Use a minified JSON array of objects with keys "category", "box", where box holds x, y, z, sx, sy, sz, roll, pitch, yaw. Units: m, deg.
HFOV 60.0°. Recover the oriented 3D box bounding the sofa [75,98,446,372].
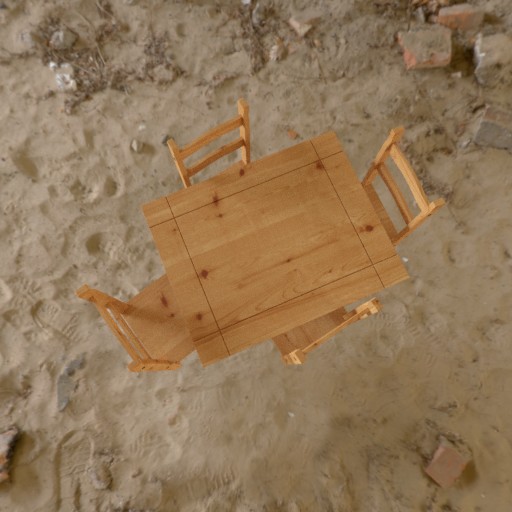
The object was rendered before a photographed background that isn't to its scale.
[{"category":"sofa","box":[0.000,0.000,2.277,1.529,1.000,1.144,-23,77,-5]}]
